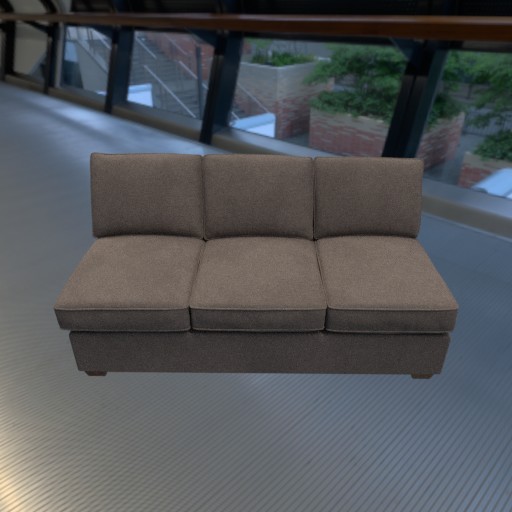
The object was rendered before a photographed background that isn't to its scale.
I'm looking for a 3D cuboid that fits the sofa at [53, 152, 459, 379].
[{"bbox_3d":[0.000,0.000,2.509,1.962,0.973,1.027,0,30,1],"label":"sofa"}]
